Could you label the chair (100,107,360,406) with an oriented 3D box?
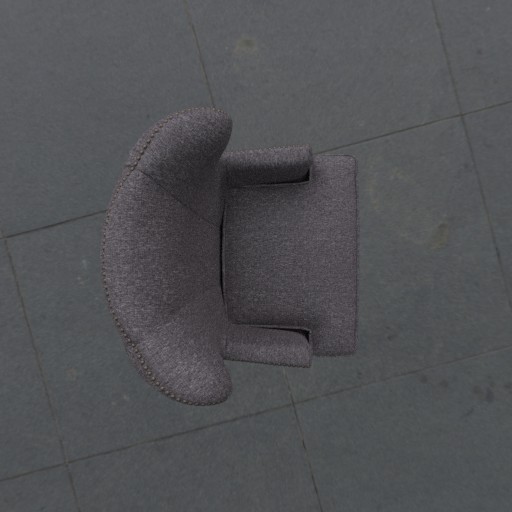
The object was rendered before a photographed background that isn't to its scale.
[{"bbox_3d":[0.000,0.000,1.588,0.758,1.060,0.759,0,90,0],"label":"chair"}]
